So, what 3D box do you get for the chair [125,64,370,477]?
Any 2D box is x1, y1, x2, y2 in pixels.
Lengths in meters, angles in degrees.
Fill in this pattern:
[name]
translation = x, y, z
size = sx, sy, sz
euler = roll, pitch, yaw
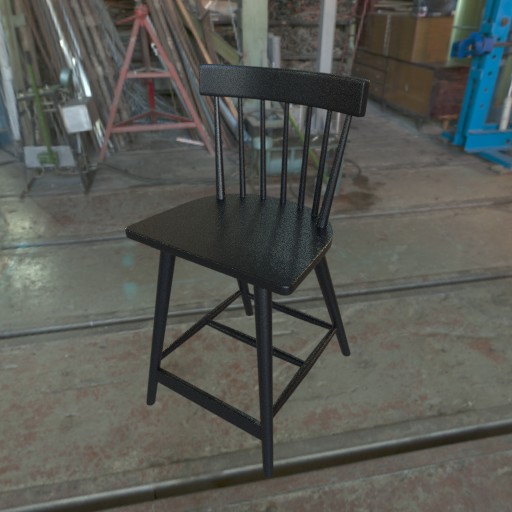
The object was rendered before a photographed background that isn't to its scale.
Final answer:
[chair]
translation = 0.000, 0.000, 1.249
size = 0.483, 0.952, 0.572
euler = 18, 35, 28
